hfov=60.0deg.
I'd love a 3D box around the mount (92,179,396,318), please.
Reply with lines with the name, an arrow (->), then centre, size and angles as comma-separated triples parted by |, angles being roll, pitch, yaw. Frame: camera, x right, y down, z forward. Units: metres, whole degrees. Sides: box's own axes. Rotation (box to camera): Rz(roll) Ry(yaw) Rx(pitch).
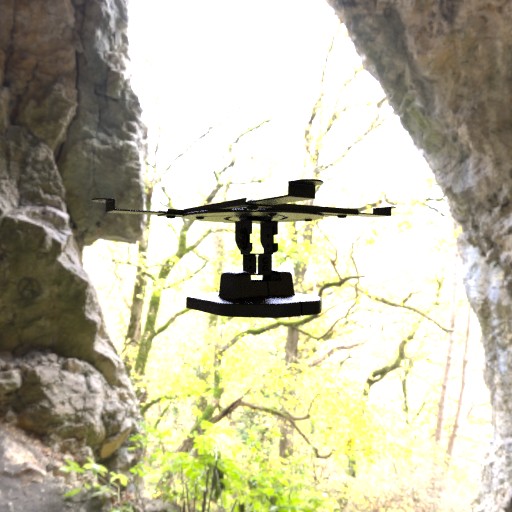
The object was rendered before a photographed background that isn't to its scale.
mount -> 0.000, 0.000, 0.600 | 0.394, 0.141, 0.394 | 0, 1, -35
